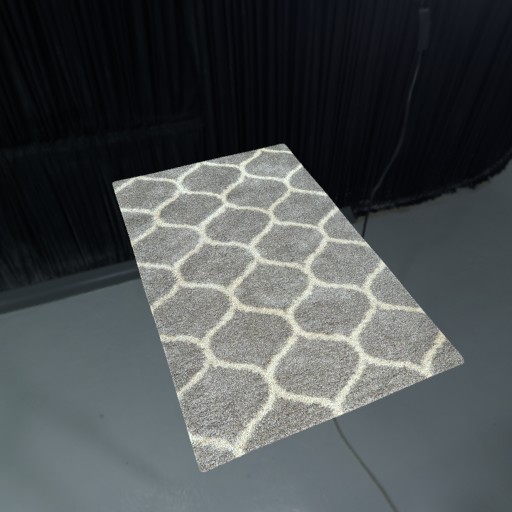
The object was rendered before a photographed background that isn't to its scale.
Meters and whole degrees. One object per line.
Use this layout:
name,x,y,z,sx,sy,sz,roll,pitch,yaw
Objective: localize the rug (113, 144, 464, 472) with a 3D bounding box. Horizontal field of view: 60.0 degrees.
rug,0.000,0.000,2.958,1.501,0.025,2.348,-16,48,-15
